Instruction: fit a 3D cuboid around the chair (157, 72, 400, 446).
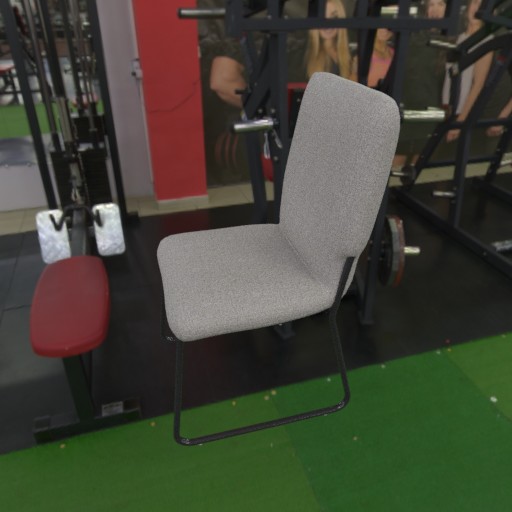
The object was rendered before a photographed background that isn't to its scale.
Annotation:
[{"bbox_3d":[0.000,0.000,1.195,0.560,0.864,0.448,-8,32,-13],"label":"chair"}]
